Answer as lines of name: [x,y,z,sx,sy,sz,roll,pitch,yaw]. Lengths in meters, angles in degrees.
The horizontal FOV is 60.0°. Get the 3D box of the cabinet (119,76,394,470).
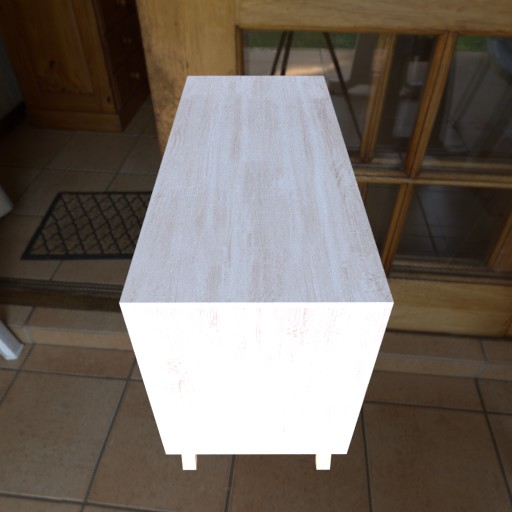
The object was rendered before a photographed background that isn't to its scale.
cabinet: [0.000,0.000,1.480,0.500,0.780,1.110,0,42,0]
